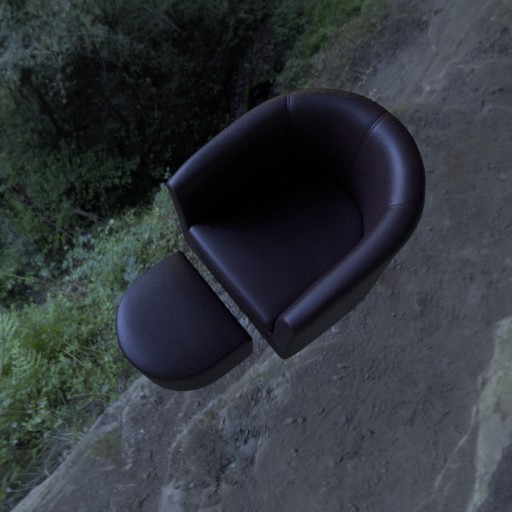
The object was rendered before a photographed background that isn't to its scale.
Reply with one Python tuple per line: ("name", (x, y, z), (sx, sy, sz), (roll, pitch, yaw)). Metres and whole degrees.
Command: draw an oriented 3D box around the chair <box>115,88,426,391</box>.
("chair", (0.000, 0.000, 1.667), (1.176, 0.755, 0.737), (-36, 69, -16))
